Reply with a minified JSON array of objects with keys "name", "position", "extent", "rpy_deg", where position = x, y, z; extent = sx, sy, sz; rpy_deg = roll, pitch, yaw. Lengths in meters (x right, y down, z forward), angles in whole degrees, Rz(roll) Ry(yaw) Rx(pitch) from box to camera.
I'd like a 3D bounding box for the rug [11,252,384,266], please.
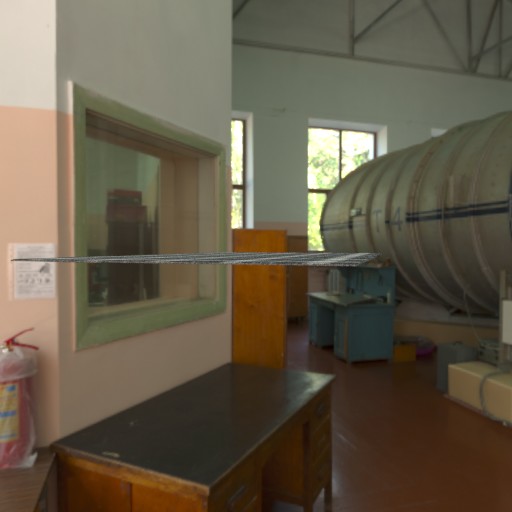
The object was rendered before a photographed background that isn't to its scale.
[{"name":"rug","position":[0.000,0.000,2.886],"extent":[1.520,0.015,2.434],"rpy_deg":[0,1,18]}]
